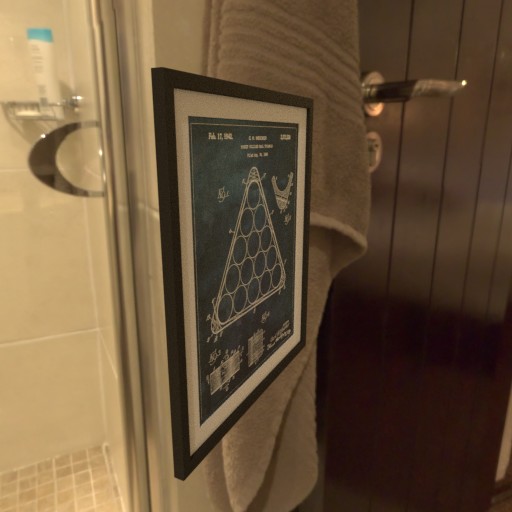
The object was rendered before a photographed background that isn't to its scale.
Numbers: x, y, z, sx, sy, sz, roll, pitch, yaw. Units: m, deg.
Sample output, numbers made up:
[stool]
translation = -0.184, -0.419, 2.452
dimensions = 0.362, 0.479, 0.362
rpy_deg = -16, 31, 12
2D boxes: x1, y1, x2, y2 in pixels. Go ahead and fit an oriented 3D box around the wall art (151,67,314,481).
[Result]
[wall art]
translation = 0.000, 0.000, 1.211
dimensions = 0.028, 0.863, 0.755
rpy_deg = 8, 17, 26
